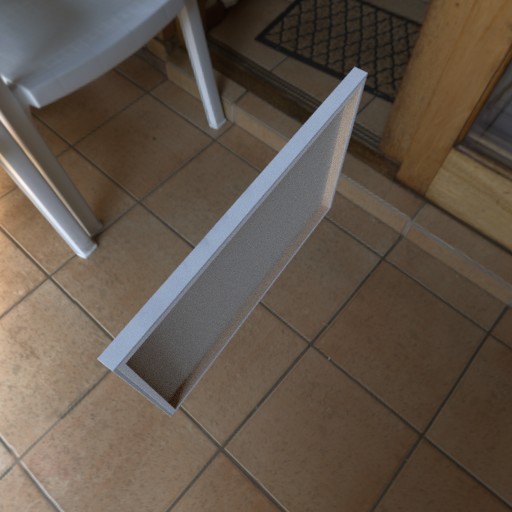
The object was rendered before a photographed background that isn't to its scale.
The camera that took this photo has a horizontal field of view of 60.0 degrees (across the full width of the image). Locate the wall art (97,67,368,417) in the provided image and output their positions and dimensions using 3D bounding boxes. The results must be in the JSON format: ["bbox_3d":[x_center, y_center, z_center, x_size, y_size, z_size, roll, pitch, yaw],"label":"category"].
[{"bbox_3d":[0.000,0.000,1.222,0.038,0.610,0.915,32,67,15],"label":"wall art"}]
